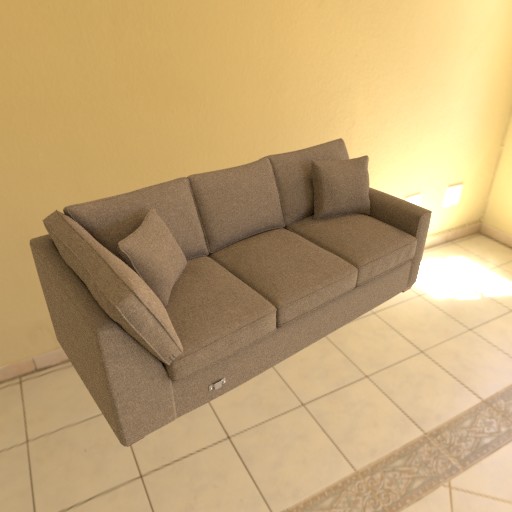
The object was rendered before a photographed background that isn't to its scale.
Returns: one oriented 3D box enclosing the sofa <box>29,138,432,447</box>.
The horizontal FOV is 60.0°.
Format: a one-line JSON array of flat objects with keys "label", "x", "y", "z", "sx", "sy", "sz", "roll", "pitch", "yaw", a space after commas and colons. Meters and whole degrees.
[{"label": "sofa", "x": 0.000, "y": 0.000, "z": 2.786, "sx": 2.317, "sy": 0.962, "sz": 1.061, "roll": -21, "pitch": 37, "yaw": -32}]
